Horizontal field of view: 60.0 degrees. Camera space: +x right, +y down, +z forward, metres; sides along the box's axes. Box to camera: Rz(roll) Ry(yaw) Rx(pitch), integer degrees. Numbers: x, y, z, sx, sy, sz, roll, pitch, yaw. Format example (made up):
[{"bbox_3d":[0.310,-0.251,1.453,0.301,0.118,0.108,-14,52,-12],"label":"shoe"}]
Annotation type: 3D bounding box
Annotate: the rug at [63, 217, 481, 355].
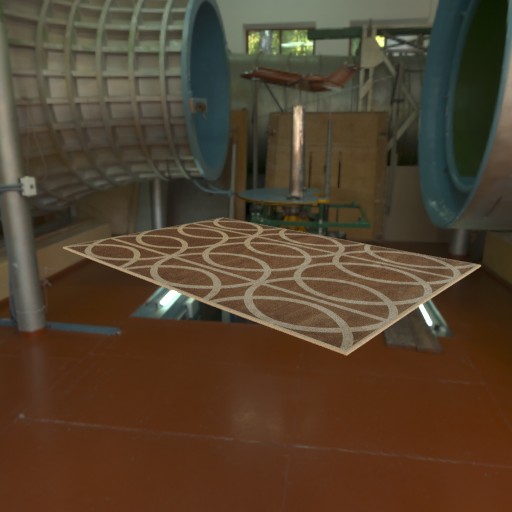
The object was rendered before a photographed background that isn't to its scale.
[{"bbox_3d":[0.000,0.000,2.880,2.290,0.014,1.526,14,21,41],"label":"rug"}]
